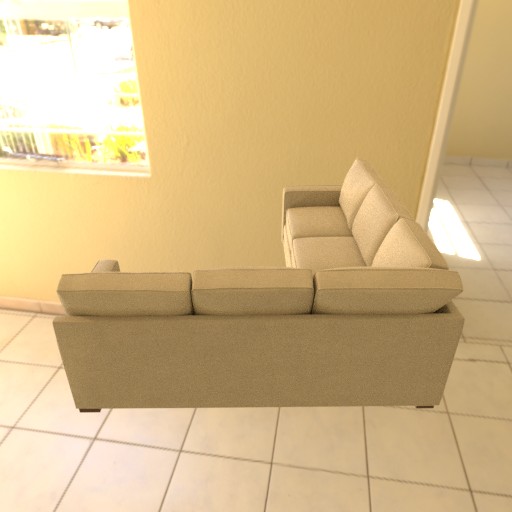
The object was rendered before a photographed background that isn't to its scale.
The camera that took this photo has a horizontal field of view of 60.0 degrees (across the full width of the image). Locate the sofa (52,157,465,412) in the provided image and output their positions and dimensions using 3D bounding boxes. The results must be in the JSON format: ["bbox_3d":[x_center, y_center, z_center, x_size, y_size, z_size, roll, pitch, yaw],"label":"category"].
[{"bbox_3d":[0.000,0.000,3.382,2.189,0.939,2.182,0,30,-1],"label":"sofa"}]
